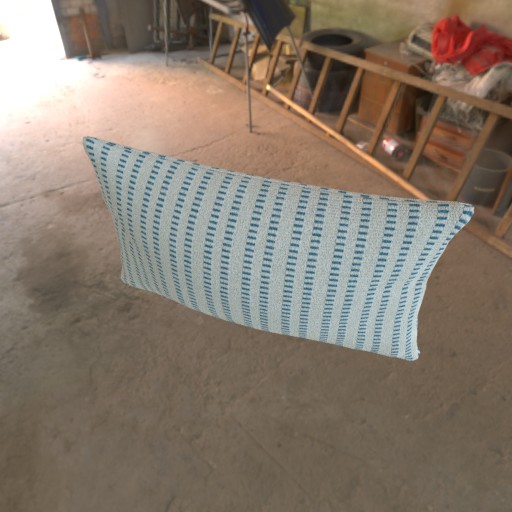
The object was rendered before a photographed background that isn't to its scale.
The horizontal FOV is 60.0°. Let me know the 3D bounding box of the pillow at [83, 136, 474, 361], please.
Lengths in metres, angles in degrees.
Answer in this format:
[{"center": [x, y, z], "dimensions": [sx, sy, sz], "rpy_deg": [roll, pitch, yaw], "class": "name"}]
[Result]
[{"center": [0.000, 0.000, 0.790], "dimensions": [0.640, 0.353, 0.210], "rpy_deg": [13, 44, 14], "class": "pillow"}]
